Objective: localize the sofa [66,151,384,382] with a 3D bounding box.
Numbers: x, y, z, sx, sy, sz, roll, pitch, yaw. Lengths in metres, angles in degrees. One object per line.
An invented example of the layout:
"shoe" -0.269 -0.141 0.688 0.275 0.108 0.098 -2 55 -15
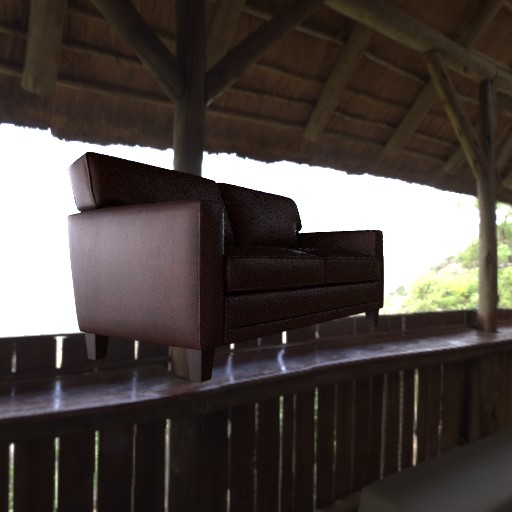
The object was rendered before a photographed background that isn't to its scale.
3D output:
"sofa" 0.000 0.000 2.498 0.912 0.928 1.876 -1 -1 36
